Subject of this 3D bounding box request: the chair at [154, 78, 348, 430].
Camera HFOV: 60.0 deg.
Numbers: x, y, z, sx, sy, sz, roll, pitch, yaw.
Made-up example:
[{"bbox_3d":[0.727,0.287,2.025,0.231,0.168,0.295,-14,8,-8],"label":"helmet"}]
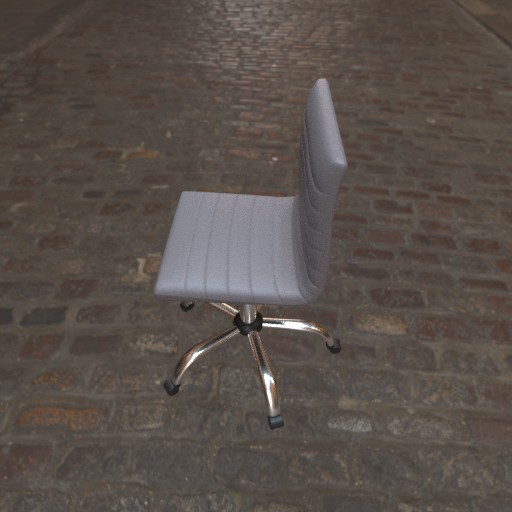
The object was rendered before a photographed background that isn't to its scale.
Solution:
[{"bbox_3d":[0.000,0.000,1.143,0.530,0.780,0.556,1,42,1],"label":"chair"}]
